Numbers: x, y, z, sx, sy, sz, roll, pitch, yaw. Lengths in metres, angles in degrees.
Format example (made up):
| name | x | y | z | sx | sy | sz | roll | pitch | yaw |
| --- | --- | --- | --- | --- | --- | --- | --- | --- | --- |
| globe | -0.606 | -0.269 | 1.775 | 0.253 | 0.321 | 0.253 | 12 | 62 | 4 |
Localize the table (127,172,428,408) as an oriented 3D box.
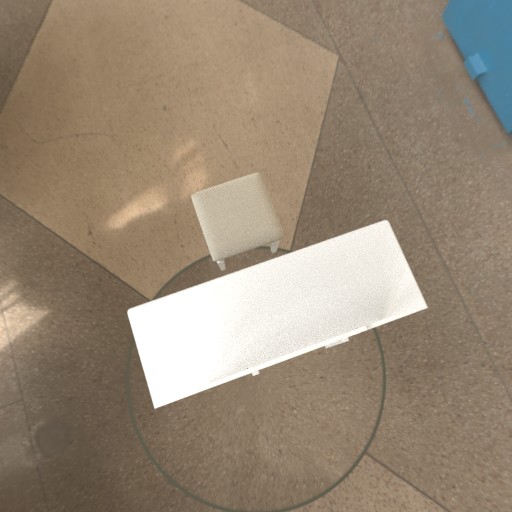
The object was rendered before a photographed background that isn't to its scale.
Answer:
| name | x | y | z | sx | sy | sz | roll | pitch | yaw |
| --- | --- | --- | --- | --- | --- | --- | --- | --- | --- |
| table | 0.000 | 0.000 | 2.296 | 1.369 | 1.310 | 1.115 | -19 | 76 | -5 |
